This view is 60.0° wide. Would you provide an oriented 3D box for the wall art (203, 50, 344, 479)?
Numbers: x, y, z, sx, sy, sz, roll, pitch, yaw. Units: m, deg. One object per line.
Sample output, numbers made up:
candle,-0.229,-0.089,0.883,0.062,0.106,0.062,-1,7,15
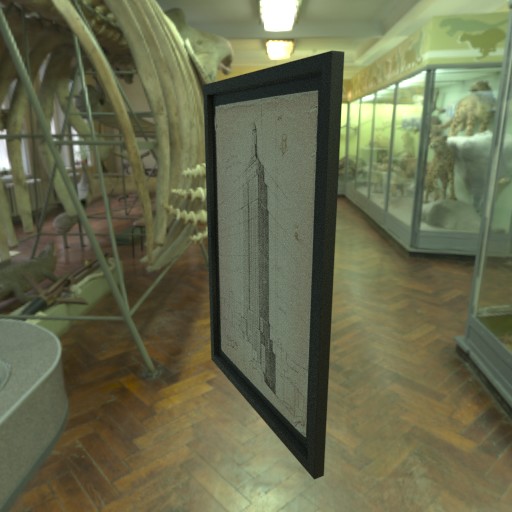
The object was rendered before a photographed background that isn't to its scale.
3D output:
wall art,0.000,0.000,0.560,0.013,0.431,0.303,-8,17,-26
